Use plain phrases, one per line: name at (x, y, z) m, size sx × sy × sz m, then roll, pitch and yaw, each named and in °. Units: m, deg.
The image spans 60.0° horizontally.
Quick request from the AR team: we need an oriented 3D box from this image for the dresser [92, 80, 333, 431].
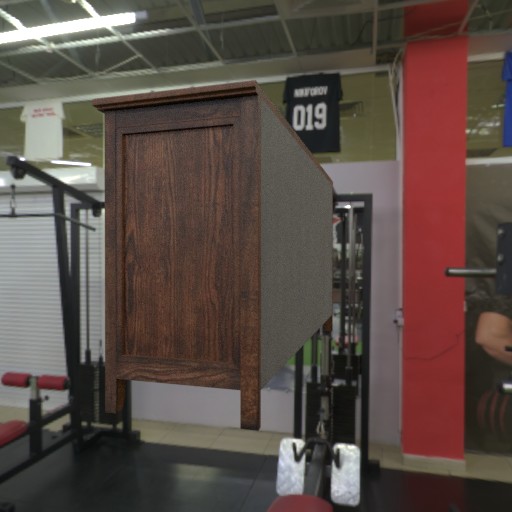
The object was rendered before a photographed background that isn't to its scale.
dresser at (0.000, 0.000, 1.873) m, size 0.463 × 0.856 × 1.551 m, roll 0°, pitch 0°, yaw 17°
